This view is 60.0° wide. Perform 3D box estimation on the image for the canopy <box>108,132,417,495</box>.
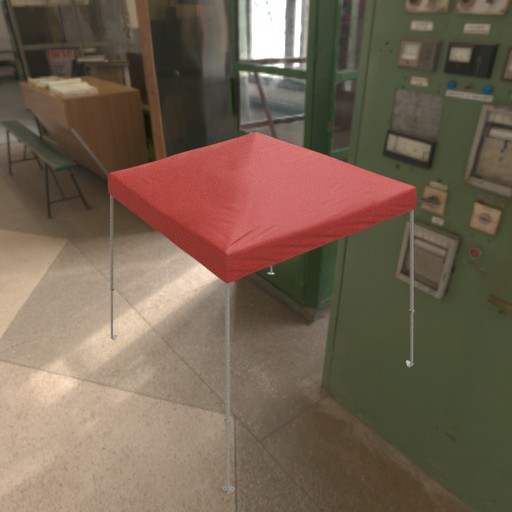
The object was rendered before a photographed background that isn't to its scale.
[{"bbox_3d":[0.000,0.000,6.515,3.600,3.600,3.599,-20,35,-32],"label":"canopy"}]
